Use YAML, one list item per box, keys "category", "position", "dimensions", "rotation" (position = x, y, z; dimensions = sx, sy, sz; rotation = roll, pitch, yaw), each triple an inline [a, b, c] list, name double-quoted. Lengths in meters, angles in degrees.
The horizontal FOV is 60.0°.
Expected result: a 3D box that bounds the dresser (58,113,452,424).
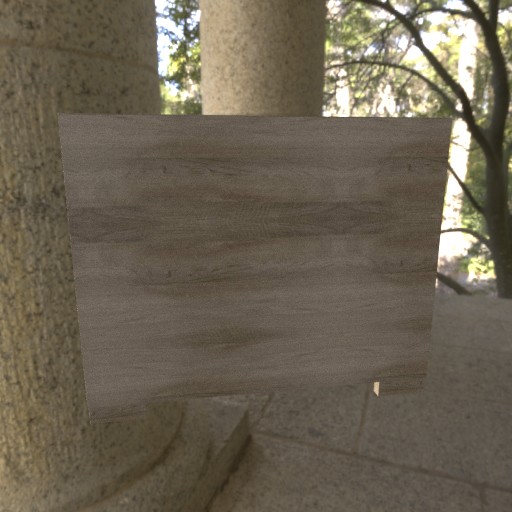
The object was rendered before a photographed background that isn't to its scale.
- category: "dresser"
  position: [0.000, 0.000, 1.390]
  dimensions: [0.994, 0.816, 0.404]
  rotation: [-2, 14, -9]
